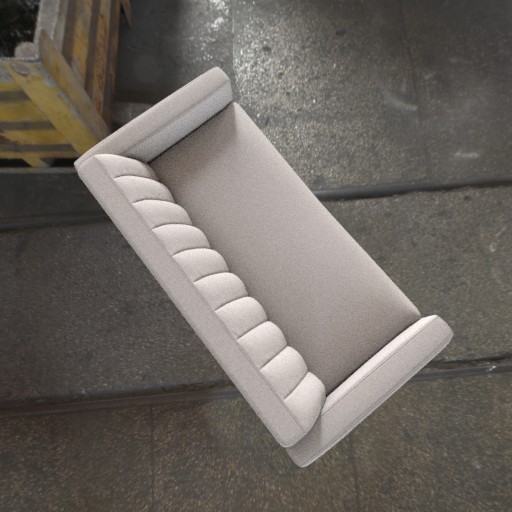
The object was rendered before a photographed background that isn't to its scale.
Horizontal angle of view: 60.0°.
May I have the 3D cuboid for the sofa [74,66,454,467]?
[{"bbox_3d":[0.000,0.000,2.422,0.969,0.814,1.895,-37,79,-8],"label":"sofa"}]
